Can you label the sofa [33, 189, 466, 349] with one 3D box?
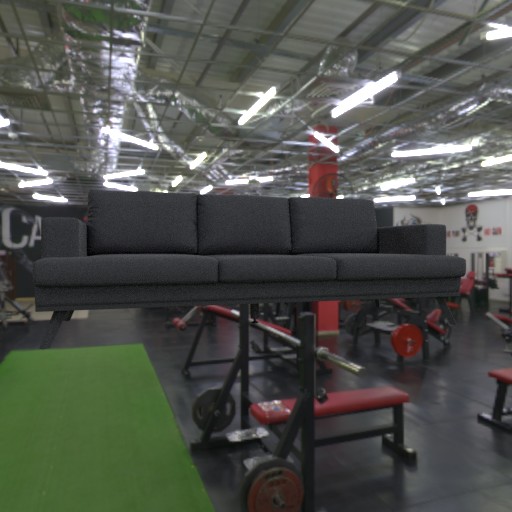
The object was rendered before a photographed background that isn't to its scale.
[{"bbox_3d":[0.000,0.000,2.686,2.310,0.810,0.920,0,1,-17],"label":"sofa"}]
